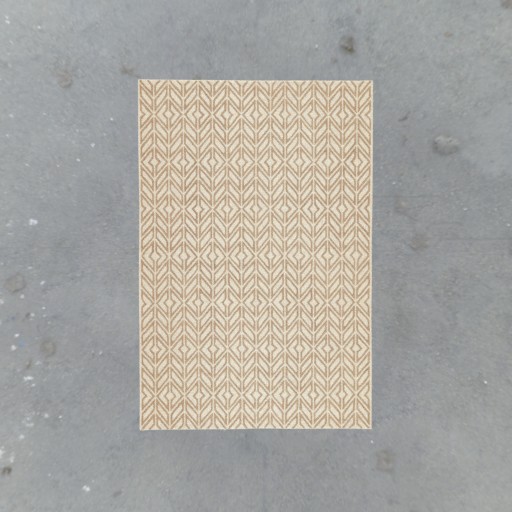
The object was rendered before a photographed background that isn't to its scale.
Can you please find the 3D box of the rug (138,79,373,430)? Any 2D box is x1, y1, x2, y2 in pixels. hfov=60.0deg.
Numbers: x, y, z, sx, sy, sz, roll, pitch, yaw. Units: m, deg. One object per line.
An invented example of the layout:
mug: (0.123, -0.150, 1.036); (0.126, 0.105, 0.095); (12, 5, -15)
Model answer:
rug: (0.000, 0.000, 2.318); (1.220, 0.007, 1.828); (0, 91, -1)
